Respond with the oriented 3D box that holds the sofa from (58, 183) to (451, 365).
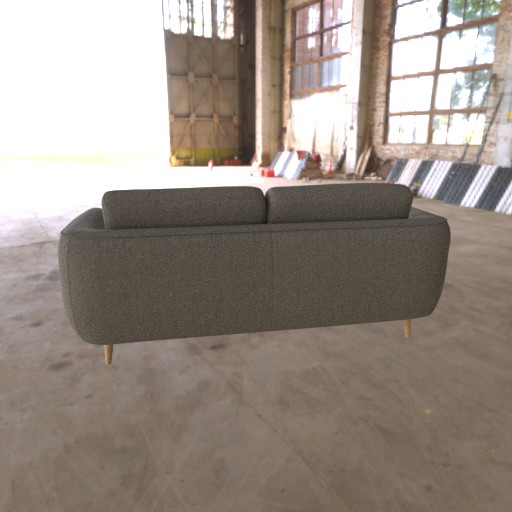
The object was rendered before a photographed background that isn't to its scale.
[{"bbox_3d":[0.000,0.000,2.549,2.000,0.870,0.920,-3,16,-10],"label":"sofa"}]
